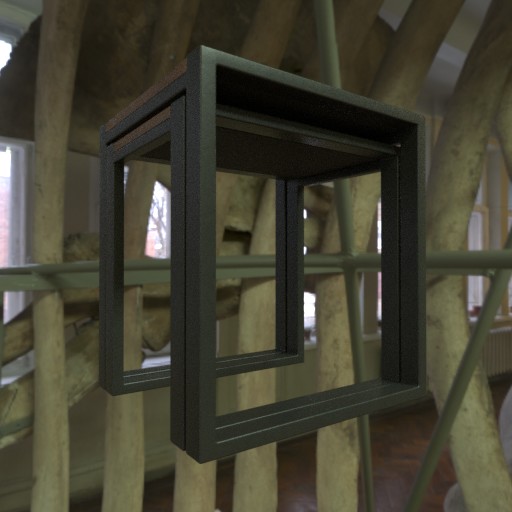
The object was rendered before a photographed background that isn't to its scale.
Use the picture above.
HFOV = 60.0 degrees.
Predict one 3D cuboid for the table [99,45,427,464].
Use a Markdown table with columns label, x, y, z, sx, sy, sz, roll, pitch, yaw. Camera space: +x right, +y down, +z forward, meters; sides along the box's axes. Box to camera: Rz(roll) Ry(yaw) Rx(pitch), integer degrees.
| label | x | y | z | sx | sy | sz | roll | pitch | yaw |
| --- | --- | --- | --- | --- | --- | --- | --- | --- | --- |
| table | 0.000 | 0.000 | 0.904 | 0.500 | 0.550 | 0.449 | 0 | -1 | -36 |
